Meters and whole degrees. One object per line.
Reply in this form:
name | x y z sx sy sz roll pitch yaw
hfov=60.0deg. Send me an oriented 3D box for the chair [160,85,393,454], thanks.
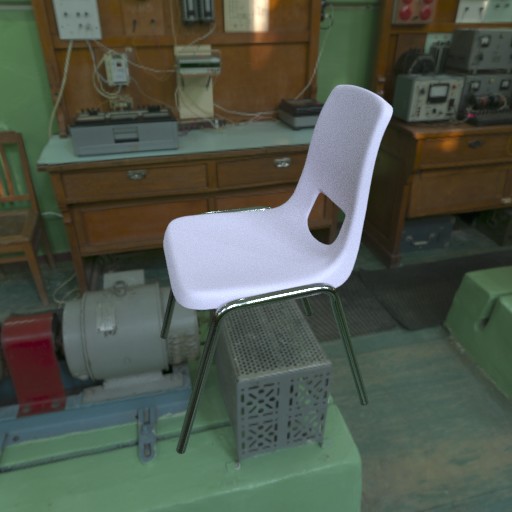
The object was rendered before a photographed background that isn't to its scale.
chair | 0.000 0.000 0.936 0.436 0.653 0.381 -8 31 -13
